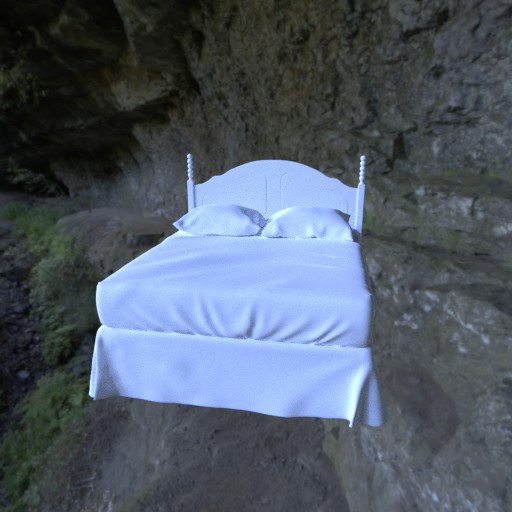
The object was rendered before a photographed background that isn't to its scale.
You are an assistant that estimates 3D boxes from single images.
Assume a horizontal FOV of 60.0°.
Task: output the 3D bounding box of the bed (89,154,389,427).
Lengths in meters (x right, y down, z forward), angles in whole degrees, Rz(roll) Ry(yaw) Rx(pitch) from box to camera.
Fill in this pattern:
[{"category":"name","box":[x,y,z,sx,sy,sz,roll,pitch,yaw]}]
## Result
[{"category":"bed","box":[0.000,0.000,3.302,1.873,1.356,2.040,3,17,10]}]
